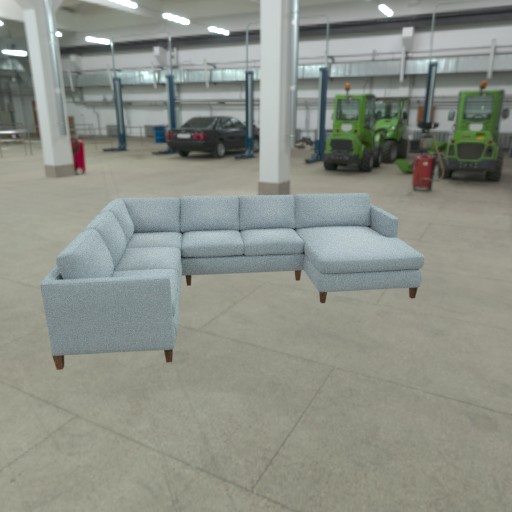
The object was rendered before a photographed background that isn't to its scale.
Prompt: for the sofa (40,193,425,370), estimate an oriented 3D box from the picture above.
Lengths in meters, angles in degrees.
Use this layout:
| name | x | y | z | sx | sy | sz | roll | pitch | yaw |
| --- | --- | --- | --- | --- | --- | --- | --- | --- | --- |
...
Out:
| name | x | y | z | sx | sy | sz | roll | pitch | yaw |
| --- | --- | --- | --- | --- | --- | --- | --- | --- | --- |
| sofa | 0.000 | 0.000 | 4.543 | 3.403 | 0.889 | 2.551 | -2 | 18 | -7 |
